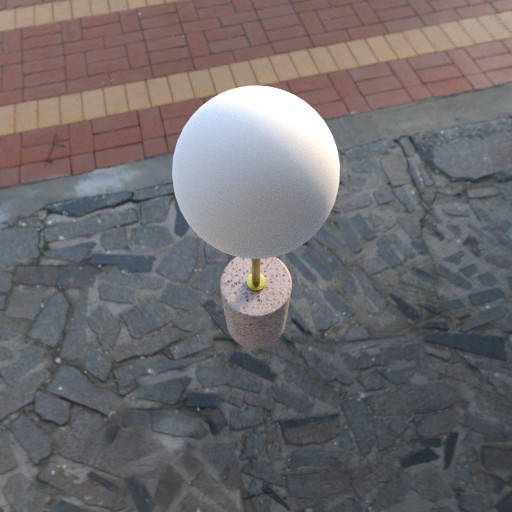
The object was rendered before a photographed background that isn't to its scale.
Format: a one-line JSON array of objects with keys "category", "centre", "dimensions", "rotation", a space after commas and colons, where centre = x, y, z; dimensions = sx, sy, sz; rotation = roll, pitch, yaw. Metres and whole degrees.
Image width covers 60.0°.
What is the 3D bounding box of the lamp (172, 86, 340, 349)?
[{"category": "lamp", "centre": [0.000, 0.000, 0.556], "dimensions": [0.153, 0.480, 0.153], "rotation": [0, 62, 0]}]
